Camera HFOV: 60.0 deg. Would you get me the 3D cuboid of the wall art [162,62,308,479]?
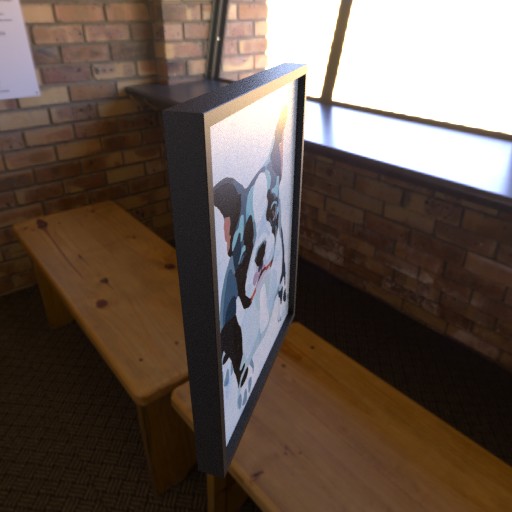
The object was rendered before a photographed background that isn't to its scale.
[{"bbox_3d":[0.000,0.000,0.495,0.030,0.369,0.294,9,31,16],"label":"wall art"}]
